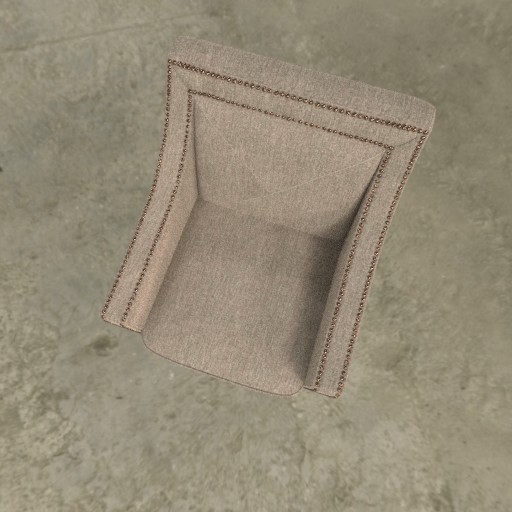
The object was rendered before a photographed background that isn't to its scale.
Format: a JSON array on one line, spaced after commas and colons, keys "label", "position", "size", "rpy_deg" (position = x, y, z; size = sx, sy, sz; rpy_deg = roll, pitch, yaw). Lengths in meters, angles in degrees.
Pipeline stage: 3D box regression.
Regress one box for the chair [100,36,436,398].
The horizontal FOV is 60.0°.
[{"label": "chair", "position": [0.000, 0.000, 1.577], "size": [0.776, 0.967, 0.884], "rpy_deg": [17, 75, 5]}]
